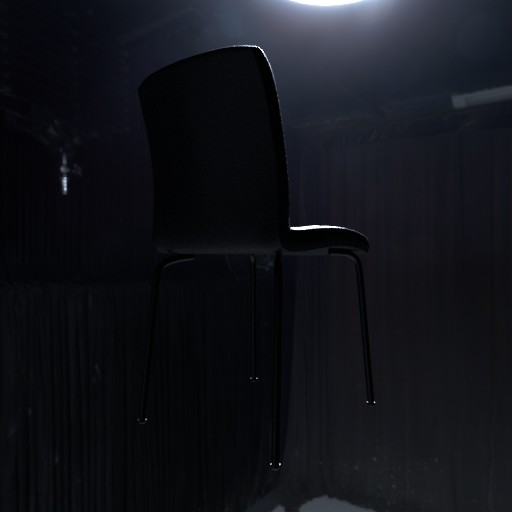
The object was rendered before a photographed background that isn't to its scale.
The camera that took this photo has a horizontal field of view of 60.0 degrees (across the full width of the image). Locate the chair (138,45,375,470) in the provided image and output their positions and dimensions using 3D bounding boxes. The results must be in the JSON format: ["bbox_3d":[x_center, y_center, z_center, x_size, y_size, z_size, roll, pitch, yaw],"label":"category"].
[{"bbox_3d":[0.000,0.000,1.203,0.450,0.872,0.572,0,0,37],"label":"chair"}]
